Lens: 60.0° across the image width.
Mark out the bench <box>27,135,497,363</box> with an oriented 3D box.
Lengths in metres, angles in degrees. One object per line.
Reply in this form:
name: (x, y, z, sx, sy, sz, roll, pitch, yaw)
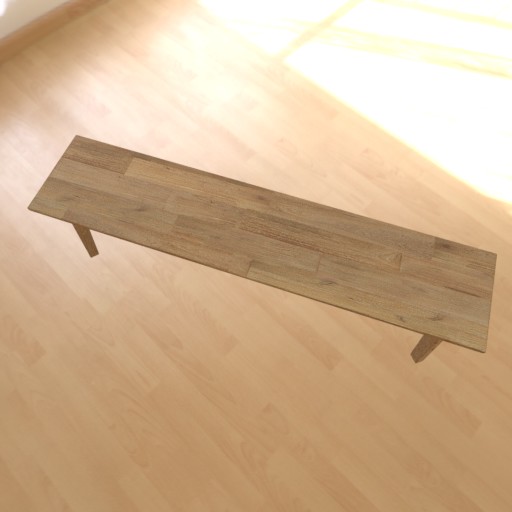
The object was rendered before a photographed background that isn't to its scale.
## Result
bench: (0.000, 0.000, 1.824, 1.698, 0.431, 0.378, 17, 65, 8)
